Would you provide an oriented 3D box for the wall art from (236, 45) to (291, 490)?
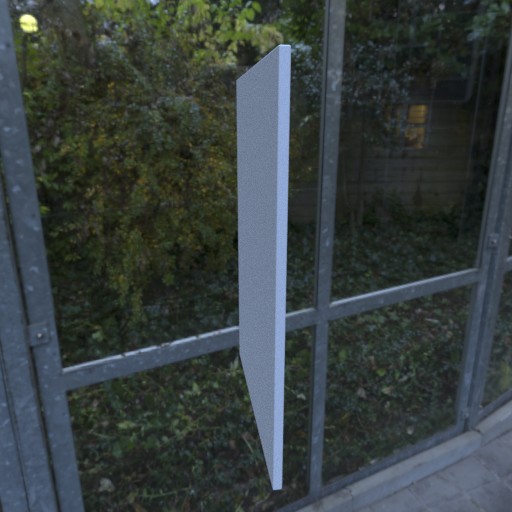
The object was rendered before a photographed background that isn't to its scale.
[{"bbox_3d":[0.000,0.000,0.612,0.011,0.482,0.329,-3,17,-9],"label":"wall art"}]
